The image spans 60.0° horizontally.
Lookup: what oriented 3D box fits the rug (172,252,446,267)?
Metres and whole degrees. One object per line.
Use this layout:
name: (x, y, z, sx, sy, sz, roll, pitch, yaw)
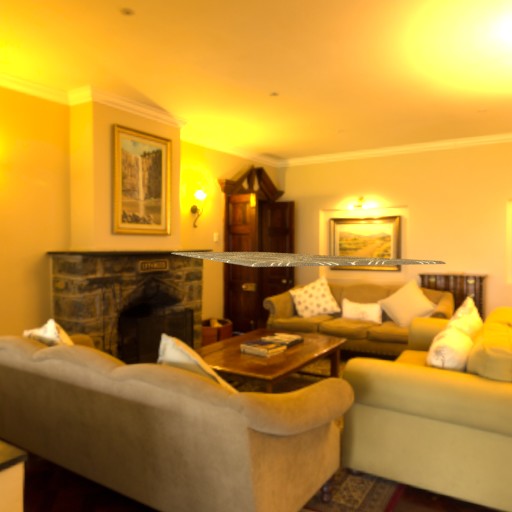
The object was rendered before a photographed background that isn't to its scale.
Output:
rug: (0.000, 0.000, 2.761, 0.773, 0.012, 2.464, 0, 1, -17)
